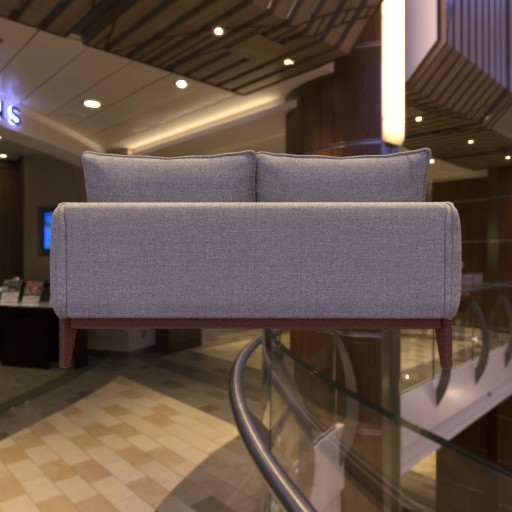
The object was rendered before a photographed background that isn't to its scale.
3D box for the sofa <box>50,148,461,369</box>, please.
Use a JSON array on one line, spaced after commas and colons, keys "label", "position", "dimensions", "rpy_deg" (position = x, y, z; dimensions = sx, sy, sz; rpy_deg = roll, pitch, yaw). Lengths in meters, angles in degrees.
[{"label": "sofa", "position": [0.000, 0.000, 2.114], "dimensions": [1.580, 0.851, 0.972], "rpy_deg": [0, 0, 1]}]
